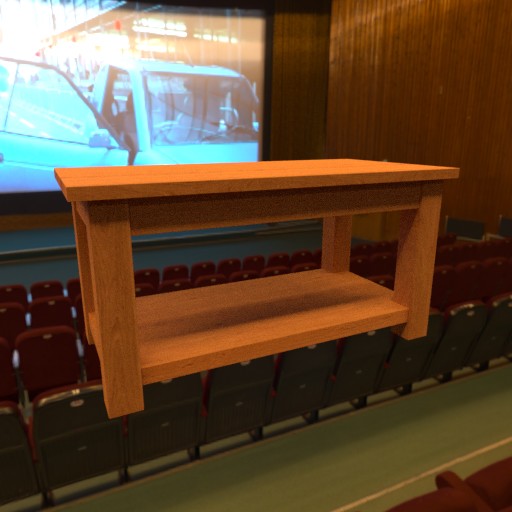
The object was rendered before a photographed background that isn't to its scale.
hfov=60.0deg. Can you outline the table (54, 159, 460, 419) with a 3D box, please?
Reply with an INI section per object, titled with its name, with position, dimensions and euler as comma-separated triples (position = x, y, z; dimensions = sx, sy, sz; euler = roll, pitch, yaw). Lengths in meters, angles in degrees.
[table]
position = 0.000, 0.000, 1.157
dimensions = 0.899, 0.452, 0.450
euler = -7, 17, -25
